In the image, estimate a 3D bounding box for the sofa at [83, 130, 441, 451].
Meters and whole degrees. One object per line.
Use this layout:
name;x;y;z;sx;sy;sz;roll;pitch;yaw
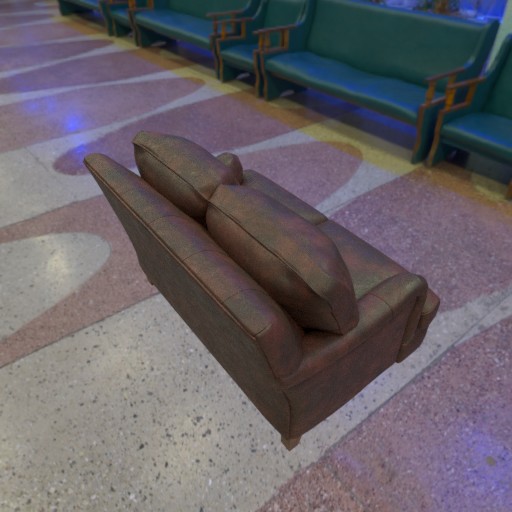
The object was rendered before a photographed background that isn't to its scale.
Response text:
sofa;0.000;0.000;2.388;1.148;1.070;1.628;-26;47;-27
